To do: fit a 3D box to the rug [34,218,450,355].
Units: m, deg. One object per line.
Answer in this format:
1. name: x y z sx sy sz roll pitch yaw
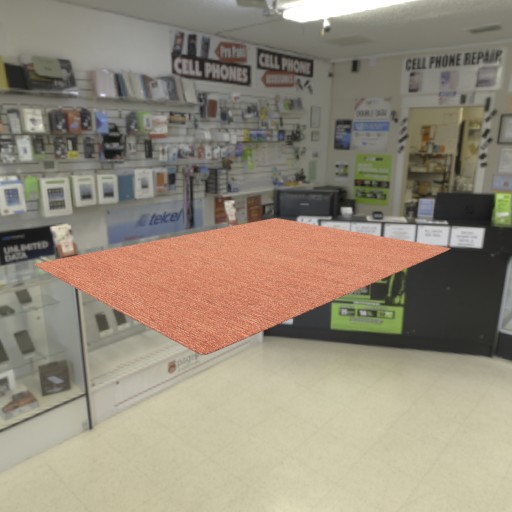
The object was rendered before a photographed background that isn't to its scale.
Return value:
1. rug: 0.000 0.000 2.777 1.594 0.009 2.112 15 21 43
